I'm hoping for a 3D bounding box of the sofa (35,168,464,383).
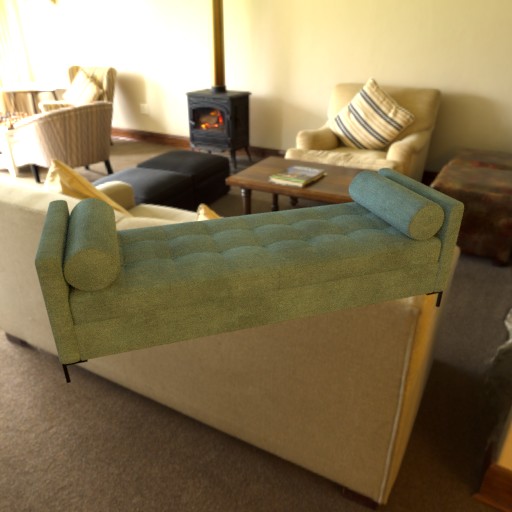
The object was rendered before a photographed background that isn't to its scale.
[{"bbox_3d":[0.000,0.000,2.360,1.981,0.635,0.686,-8,28,-16],"label":"sofa"}]
